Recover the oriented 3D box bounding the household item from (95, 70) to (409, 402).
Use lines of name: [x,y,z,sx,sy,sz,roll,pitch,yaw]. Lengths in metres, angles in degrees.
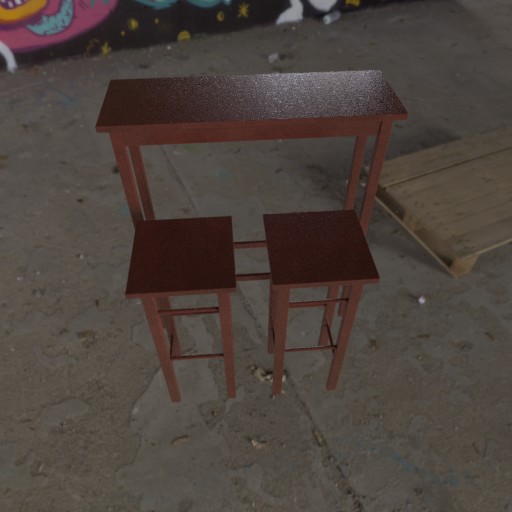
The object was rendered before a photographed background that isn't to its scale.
household item: [0.000,0.000,1.648,0.914,1.067,0.676,-3,46,-3]
